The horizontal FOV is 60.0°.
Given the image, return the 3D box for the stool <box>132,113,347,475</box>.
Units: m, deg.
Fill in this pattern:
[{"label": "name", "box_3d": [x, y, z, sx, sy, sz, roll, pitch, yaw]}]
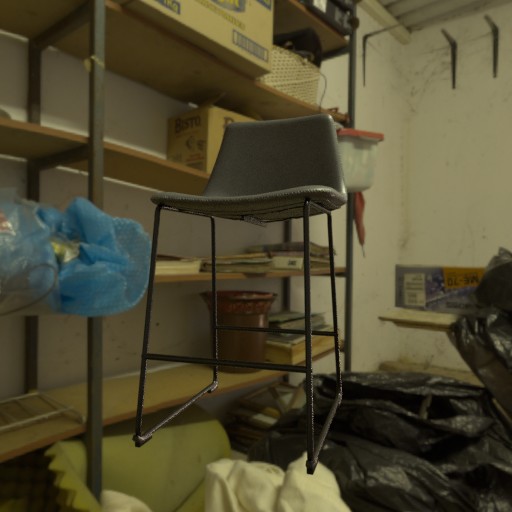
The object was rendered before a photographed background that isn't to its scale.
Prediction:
[{"label": "stool", "box_3d": [0.000, 0.000, 1.200, 0.470, 0.876, 0.546, 0, 1, 18]}]
